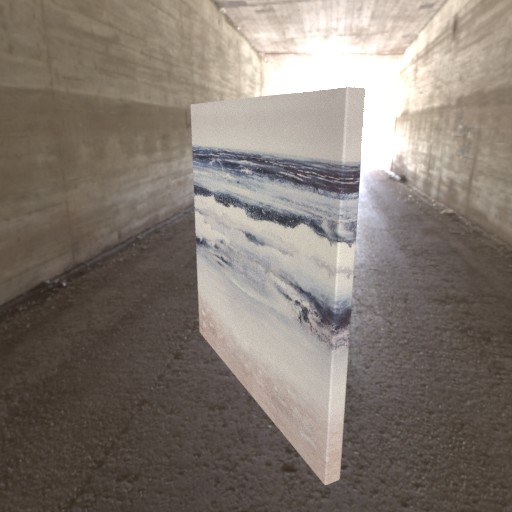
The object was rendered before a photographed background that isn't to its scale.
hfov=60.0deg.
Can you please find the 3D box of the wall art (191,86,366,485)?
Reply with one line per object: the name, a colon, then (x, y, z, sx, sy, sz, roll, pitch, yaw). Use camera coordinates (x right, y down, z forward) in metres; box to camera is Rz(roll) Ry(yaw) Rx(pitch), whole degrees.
wall art: (0.000, 0.000, 1.114, 0.065, 0.747, 0.755, -8, 18, -25)
